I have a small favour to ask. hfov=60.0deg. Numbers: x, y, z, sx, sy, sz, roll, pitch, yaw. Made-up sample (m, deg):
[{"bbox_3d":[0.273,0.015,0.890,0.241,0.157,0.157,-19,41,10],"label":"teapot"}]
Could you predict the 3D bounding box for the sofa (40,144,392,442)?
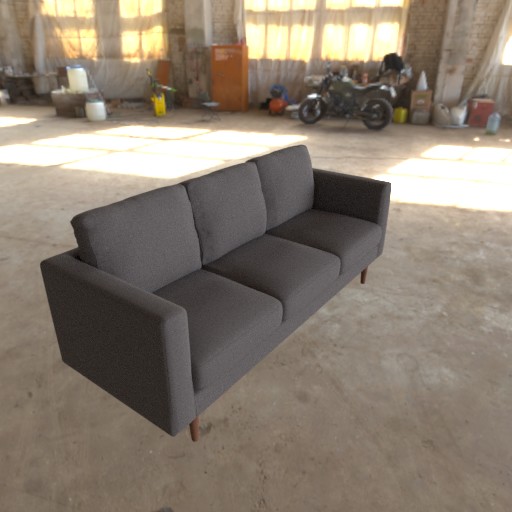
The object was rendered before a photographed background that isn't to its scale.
[{"bbox_3d":[0.000,0.000,2.491,0.802,0.912,2.029,18,31,33],"label":"sofa"}]
